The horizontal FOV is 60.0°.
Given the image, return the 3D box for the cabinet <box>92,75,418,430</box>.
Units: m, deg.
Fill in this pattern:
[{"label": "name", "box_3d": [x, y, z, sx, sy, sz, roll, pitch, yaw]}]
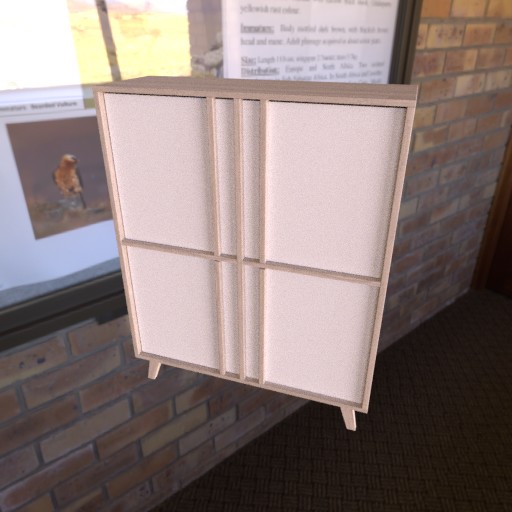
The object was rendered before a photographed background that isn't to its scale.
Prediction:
[{"label": "cabinet", "box_3d": [0.000, 0.000, 1.921, 1.111, 1.388, 0.398, 9, 29, 16]}]
